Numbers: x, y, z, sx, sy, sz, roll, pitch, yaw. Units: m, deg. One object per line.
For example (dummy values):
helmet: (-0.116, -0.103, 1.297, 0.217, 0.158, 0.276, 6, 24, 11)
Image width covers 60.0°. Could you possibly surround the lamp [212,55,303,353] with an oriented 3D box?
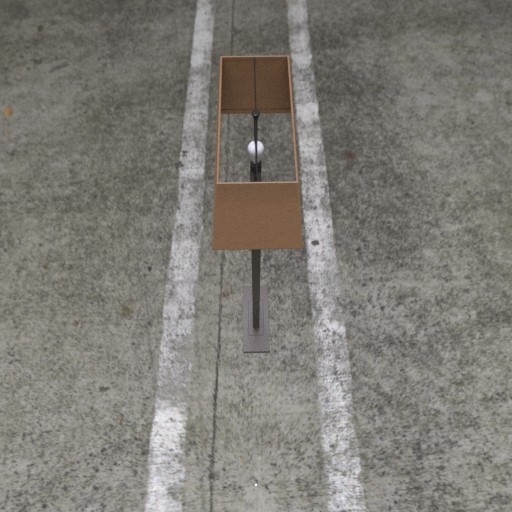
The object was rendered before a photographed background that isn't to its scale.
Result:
lamp: (0.000, 0.000, 1.692, 0.233, 1.469, 0.475, -1, 63, 0)
